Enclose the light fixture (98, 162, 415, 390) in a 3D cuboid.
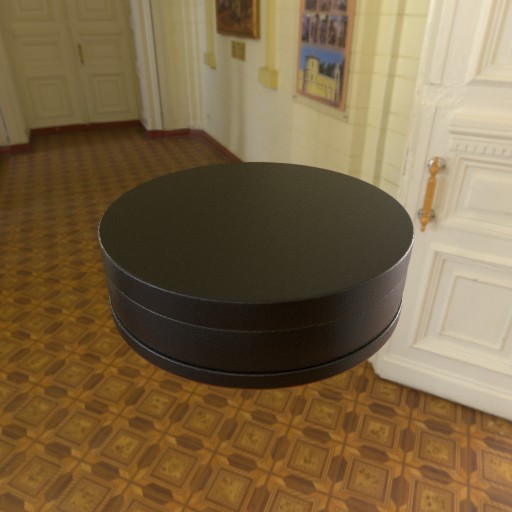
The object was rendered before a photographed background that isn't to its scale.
[{"bbox_3d":[0.000,0.000,0.434,0.283,0.097,0.283,0,31,0],"label":"light fixture"}]
